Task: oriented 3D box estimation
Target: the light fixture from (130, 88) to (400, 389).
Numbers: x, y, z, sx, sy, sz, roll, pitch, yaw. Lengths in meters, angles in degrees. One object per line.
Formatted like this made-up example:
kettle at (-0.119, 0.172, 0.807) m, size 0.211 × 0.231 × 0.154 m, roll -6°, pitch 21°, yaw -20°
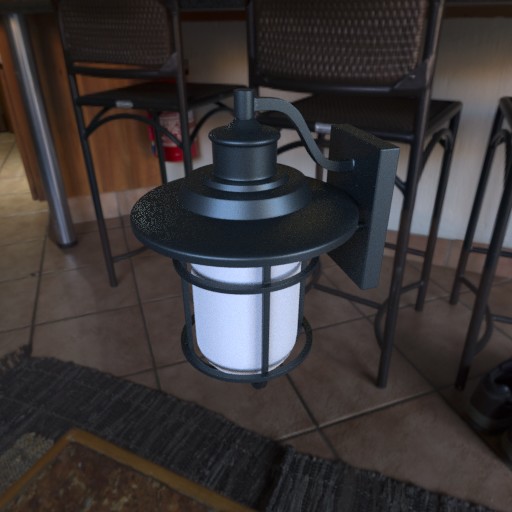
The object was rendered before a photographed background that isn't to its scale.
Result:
light fixture at (0.000, 0.000, 0.484) m, size 0.252 × 0.345 × 0.222 m, roll -9°, pitch 30°, yaw -15°
